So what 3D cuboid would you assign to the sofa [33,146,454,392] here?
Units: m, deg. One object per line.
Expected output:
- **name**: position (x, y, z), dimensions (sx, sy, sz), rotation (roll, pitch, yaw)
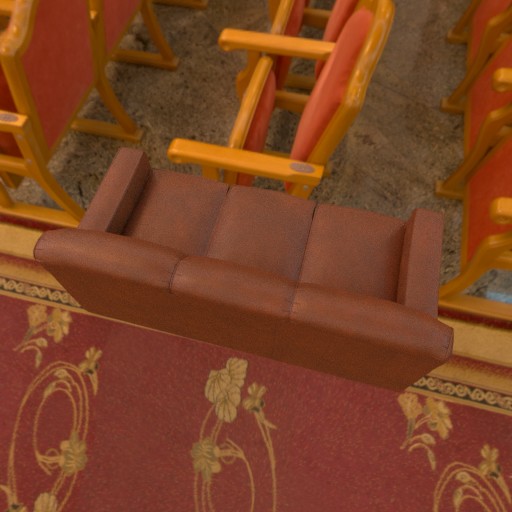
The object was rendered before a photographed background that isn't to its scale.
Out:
- **sofa**: position (0.000, 0.000, 2.605), dimensions (2.039, 0.953, 1.008), rotation (13, 63, 7)
